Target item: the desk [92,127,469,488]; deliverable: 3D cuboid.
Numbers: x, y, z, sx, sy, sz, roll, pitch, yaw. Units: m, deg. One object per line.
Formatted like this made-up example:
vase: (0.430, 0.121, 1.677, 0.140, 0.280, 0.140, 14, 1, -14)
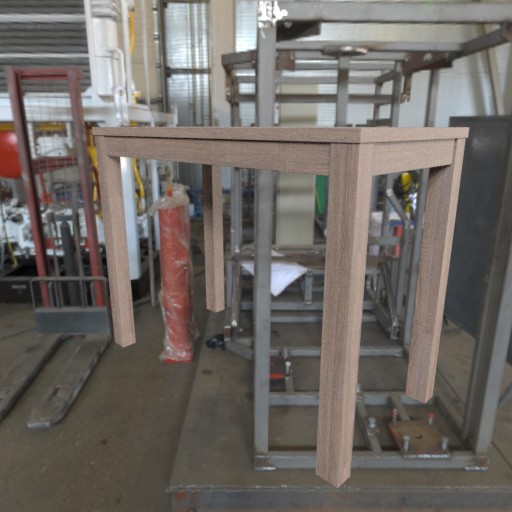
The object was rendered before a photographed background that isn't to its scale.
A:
desk: (0.000, 0.000, 1.365, 0.991, 0.762, 0.495, 15, 22, 42)
